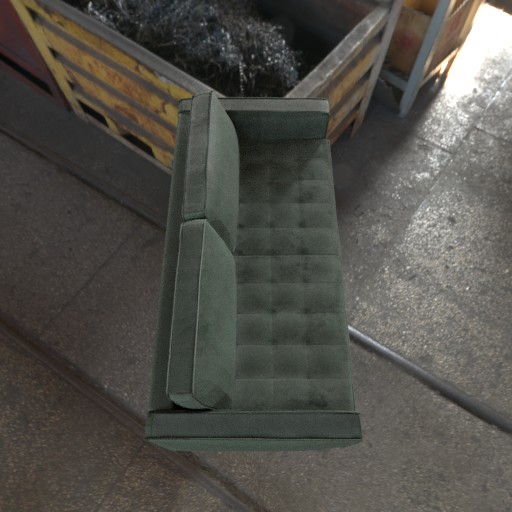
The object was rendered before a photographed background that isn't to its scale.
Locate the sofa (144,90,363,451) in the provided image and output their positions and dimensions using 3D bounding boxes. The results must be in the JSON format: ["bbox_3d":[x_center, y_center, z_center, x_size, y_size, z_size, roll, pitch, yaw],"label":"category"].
[{"bbox_3d":[0.000,0.000,2.268,0.886,0.781,1.816,0,63,0],"label":"sofa"}]
